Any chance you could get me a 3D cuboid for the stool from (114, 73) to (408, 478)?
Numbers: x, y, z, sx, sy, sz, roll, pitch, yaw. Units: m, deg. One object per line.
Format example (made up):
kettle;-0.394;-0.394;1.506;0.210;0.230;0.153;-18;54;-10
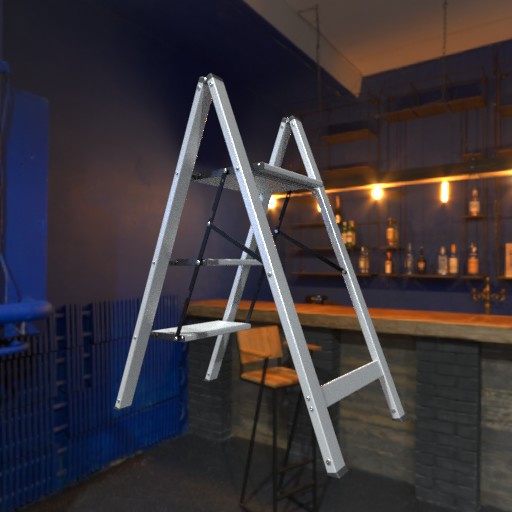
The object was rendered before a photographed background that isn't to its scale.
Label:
stool;0.000;0.000;1.281;0.730;0.902;0.441;-1;-1;36
